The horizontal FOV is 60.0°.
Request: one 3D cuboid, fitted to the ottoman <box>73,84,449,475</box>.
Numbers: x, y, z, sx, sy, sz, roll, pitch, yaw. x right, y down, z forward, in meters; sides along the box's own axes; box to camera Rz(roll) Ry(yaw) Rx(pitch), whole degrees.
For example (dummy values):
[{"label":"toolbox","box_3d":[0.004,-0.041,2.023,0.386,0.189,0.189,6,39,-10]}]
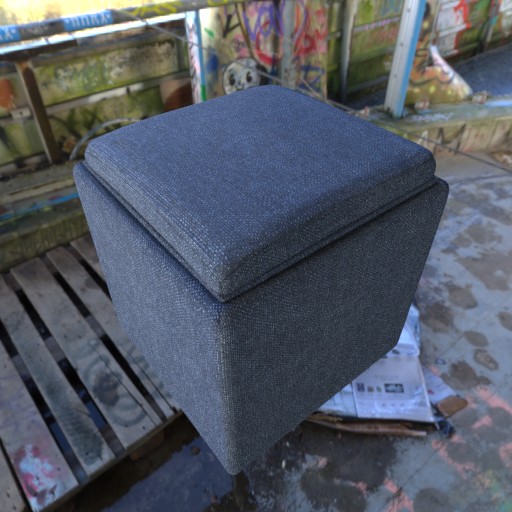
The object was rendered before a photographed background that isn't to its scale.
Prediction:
[{"label":"ottoman","box_3d":[0.000,0.000,0.833,0.454,0.493,0.436,-28,49,-28]}]
